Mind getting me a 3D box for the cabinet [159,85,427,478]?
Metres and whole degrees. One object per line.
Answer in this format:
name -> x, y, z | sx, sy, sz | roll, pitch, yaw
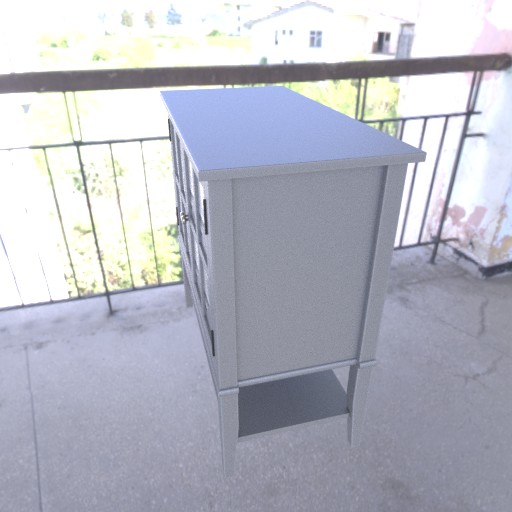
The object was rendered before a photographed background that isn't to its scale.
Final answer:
cabinet -> 0.000, 0.000, 1.245 | 0.396, 0.780, 0.801 | -7, 30, -13
